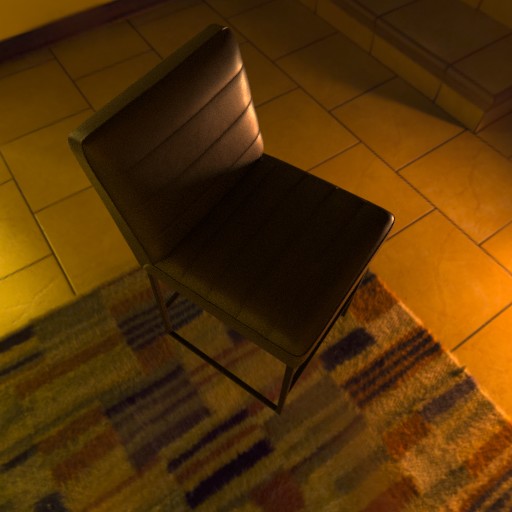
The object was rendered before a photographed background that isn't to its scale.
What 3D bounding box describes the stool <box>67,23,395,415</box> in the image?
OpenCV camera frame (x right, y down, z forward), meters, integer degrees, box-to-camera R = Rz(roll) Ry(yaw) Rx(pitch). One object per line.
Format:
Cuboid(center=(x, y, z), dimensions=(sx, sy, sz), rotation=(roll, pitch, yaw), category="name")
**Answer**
Cuboid(center=(0.000, 0.000, 1.205), dimensions=(0.552, 0.938, 0.457), rotation=(31, 64, 17), category="stool")
